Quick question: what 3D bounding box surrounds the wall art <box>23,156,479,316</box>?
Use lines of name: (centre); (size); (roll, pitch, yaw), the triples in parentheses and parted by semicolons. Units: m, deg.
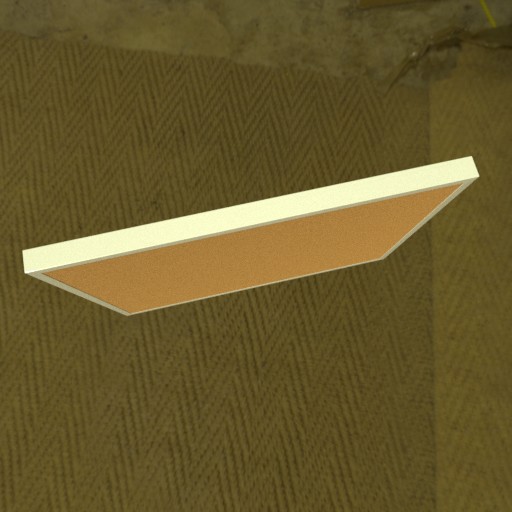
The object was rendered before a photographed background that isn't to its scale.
wall art: (0.000, 0.000, 1.378); (1.041, 0.787, 0.053); (-12, 76, -3)
